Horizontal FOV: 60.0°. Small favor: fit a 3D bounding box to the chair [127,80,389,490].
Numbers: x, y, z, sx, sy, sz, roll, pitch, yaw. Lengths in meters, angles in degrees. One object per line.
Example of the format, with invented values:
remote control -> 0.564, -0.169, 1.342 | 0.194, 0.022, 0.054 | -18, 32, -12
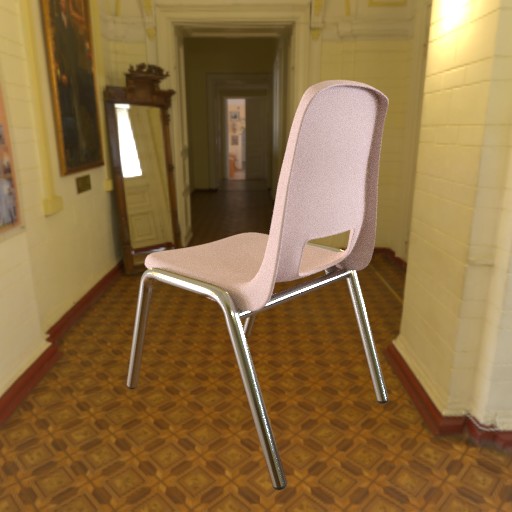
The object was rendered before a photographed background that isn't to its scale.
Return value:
chair -> 0.000, 0.000, 0.830 | 0.423, 0.586, 0.354 | 15, 21, 43
